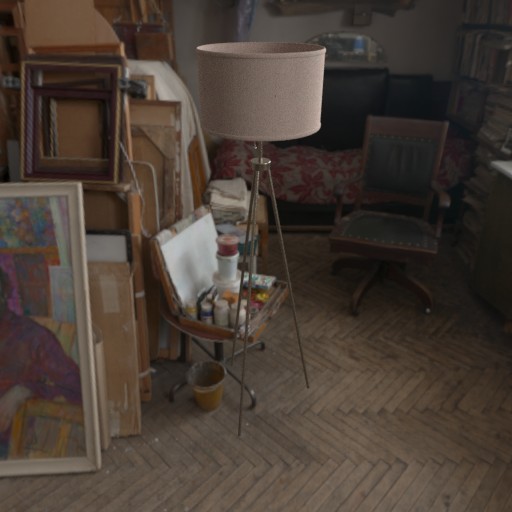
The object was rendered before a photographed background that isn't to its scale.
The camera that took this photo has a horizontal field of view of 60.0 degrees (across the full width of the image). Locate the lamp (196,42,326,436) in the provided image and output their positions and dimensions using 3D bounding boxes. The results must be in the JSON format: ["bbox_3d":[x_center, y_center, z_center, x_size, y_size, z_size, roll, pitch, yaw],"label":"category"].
[{"bbox_3d":[0.000,0.000,1.803,0.449,1.545,0.460,-22,37,-34],"label":"lamp"}]
